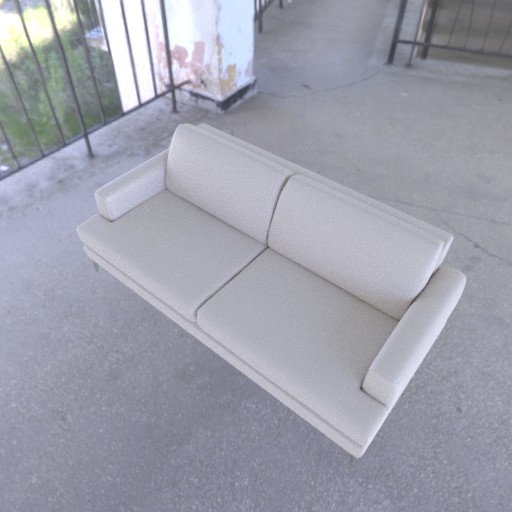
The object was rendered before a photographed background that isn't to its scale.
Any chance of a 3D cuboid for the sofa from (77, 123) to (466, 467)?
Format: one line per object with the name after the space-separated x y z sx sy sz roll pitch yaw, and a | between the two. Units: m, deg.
0.000 0.000 2.390 1.940 0.765 0.974 30 53 26 | sofa
